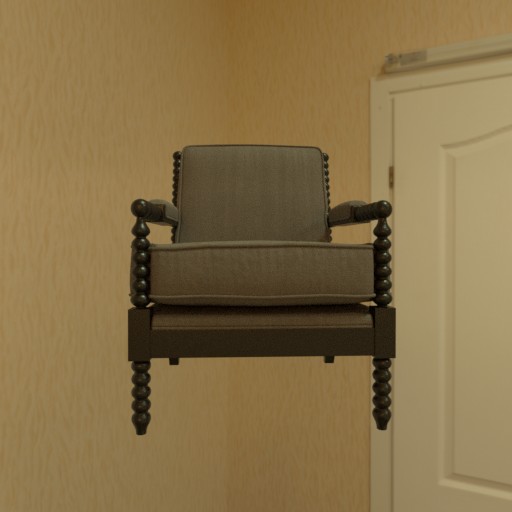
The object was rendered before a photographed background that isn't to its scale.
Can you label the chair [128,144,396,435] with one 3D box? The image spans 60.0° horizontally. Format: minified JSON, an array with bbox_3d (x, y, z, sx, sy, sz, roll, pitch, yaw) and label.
[{"bbox_3d":[0.000,0.000,1.118,0.540,0.661,0.622,0,1,-3],"label":"chair"}]
